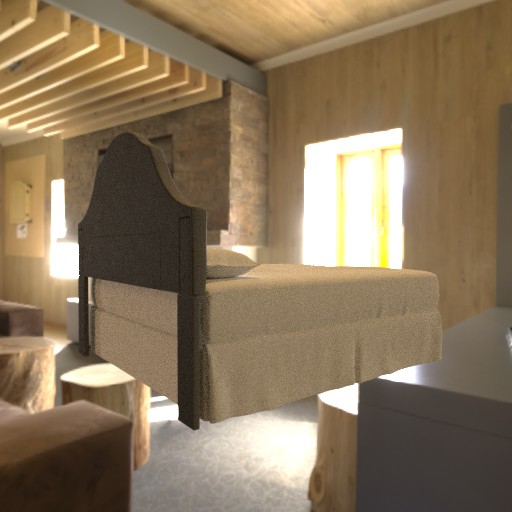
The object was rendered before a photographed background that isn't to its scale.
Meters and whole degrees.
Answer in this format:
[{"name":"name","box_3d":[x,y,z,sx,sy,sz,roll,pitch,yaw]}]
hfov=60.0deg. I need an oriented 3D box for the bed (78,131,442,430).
[{"name":"bed","box_3d":[0.000,0.000,3.545,2.214,1.615,2.008,-1,1,-37]}]
